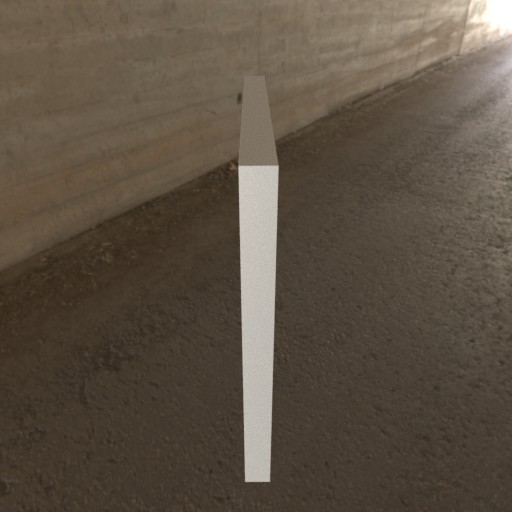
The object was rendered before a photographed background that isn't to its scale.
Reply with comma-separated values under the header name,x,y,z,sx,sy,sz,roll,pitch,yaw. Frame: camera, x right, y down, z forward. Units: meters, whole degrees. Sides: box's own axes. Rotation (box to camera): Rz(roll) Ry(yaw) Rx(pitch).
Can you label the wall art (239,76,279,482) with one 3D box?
name,x,y,z,sx,sy,sz,roll,pitch,yaw
wall art,0.000,0.000,0.767,0.038,0.505,0.506,0,31,0
